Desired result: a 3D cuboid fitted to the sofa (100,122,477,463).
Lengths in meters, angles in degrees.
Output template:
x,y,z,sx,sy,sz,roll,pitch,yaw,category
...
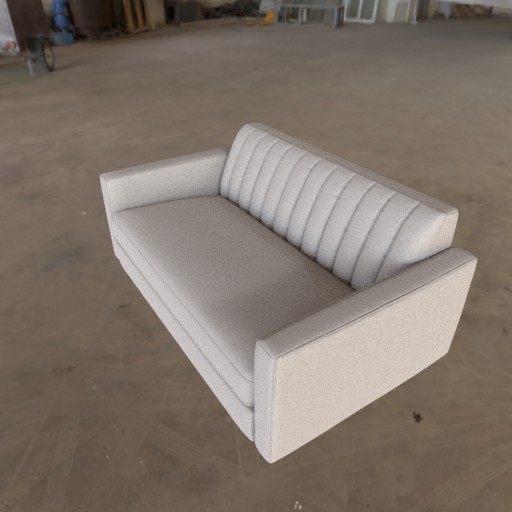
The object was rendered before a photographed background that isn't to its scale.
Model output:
x,y,z,sx,sy,sz,roll,pitch,yaw,category
0.000,0.000,2.083,0.950,0.801,1.585,-20,38,-28,sofa
